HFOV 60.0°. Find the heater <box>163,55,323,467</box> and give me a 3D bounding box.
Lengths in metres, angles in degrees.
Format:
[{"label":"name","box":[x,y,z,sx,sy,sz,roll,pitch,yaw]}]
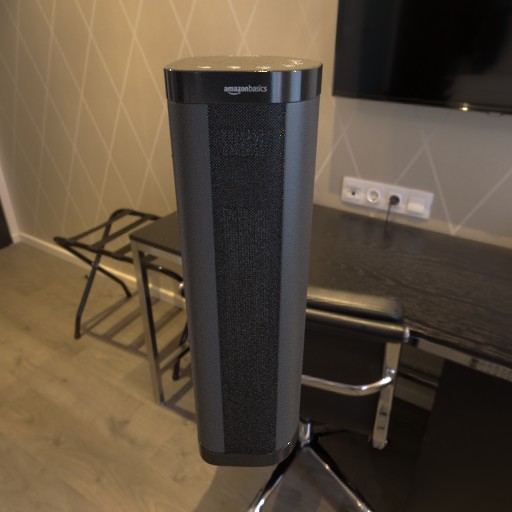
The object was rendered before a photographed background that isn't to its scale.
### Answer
[{"label":"heater","box":[0.000,0.000,0.668,0.174,0.552,0.312,1,29,2]}]
